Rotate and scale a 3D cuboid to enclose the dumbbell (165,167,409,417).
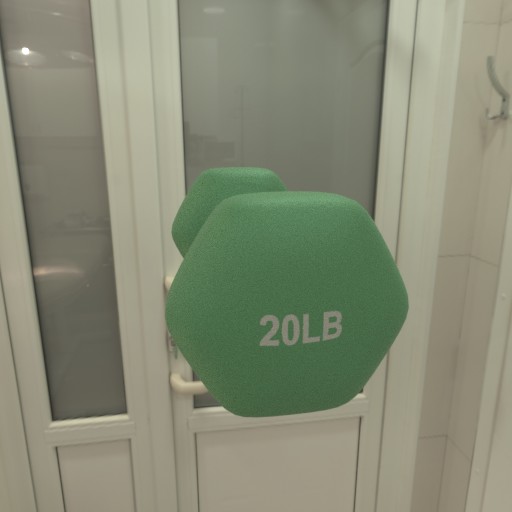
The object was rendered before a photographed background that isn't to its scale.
[{"bbox_3d":[0.000,0.000,0.329,0.129,0.117,0.260,-2,15,-9],"label":"dumbbell"}]
